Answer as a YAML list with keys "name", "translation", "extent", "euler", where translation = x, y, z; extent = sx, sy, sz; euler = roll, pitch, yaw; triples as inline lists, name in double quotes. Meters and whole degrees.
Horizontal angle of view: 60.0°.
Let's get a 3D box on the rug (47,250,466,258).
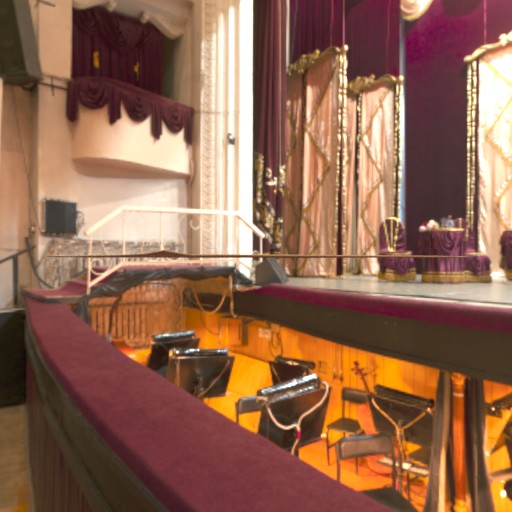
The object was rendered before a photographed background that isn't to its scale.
- name: "rug"
  translation: [0.000, 0.000, 3.879]
  extent: [2.897, 0.035, 2.277]
  euler: [0, 0, -38]
